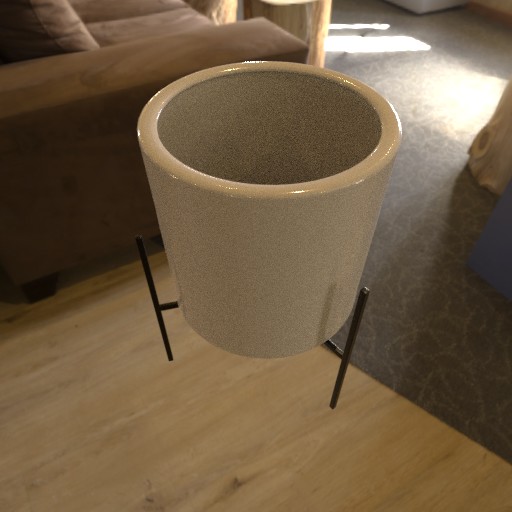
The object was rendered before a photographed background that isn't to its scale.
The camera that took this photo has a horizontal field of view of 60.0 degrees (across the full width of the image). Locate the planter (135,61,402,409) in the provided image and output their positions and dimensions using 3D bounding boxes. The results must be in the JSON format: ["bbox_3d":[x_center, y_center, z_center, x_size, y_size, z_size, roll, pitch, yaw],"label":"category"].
[{"bbox_3d":[0.000,0.000,0.627,0.308,0.431,0.307,-11,47,-10],"label":"planter"}]
